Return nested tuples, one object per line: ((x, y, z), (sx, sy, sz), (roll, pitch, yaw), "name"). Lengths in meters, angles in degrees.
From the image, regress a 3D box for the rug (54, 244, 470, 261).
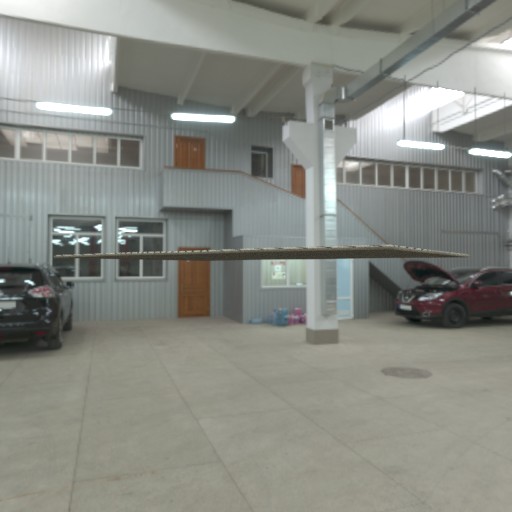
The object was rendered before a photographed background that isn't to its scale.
((0.000, 0.000, 3.026), (2.406, 0.023, 1.539), (-1, -2, 36), "rug")
